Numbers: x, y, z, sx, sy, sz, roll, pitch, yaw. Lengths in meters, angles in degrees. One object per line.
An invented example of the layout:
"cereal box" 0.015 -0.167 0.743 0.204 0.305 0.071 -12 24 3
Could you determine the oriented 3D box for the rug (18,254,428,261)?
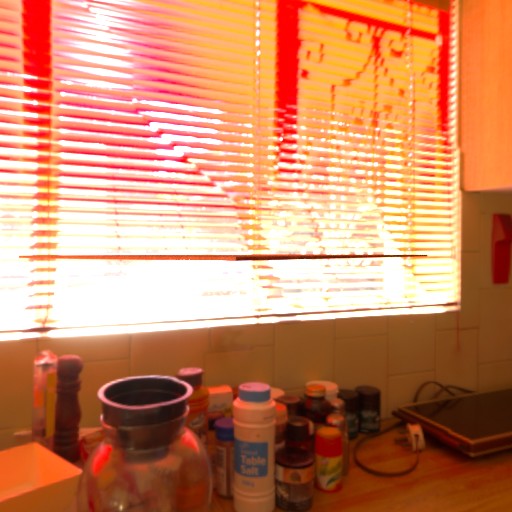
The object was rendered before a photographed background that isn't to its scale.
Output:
"rug" 0.000 0.000 2.292 1.219 0.014 1.829 0 1 37
